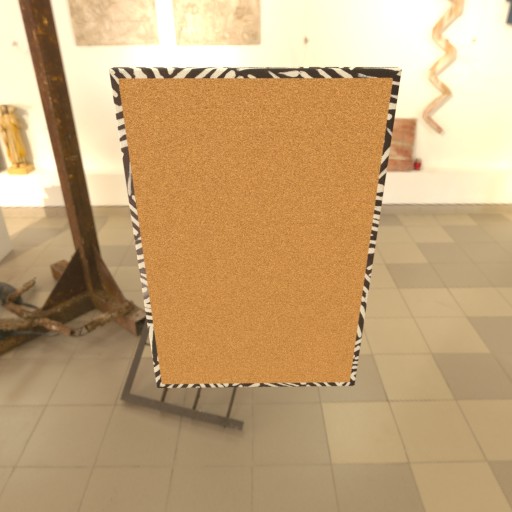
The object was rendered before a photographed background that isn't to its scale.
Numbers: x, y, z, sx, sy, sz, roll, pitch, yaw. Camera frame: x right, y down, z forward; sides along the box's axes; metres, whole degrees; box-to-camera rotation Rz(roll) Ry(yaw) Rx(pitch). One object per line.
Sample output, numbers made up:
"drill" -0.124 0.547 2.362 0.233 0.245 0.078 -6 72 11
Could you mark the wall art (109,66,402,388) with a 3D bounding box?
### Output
"wall art" 0.000 0.000 1.167 0.615 0.918 0.035 0 29 -1
